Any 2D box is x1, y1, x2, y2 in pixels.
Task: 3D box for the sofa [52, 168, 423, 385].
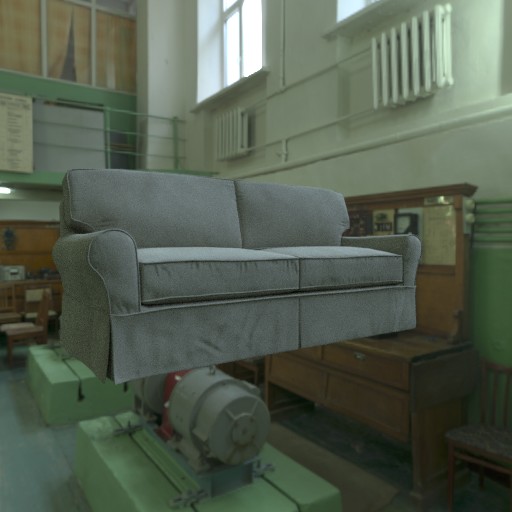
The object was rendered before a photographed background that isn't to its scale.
[{"bbox_3d":[0.000,0.000,2.757,2.246,1.014,0.900,-1,2,-35],"label":"sofa"}]
